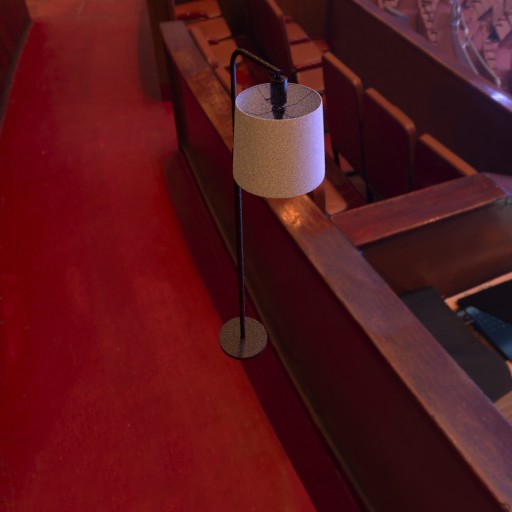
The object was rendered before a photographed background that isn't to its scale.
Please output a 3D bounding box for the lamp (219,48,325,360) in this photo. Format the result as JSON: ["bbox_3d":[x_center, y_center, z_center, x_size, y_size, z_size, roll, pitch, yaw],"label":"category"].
[{"bbox_3d":[0.000,0.000,1.647,0.254,1.478,0.508,-23,51,-20],"label":"lamp"}]
